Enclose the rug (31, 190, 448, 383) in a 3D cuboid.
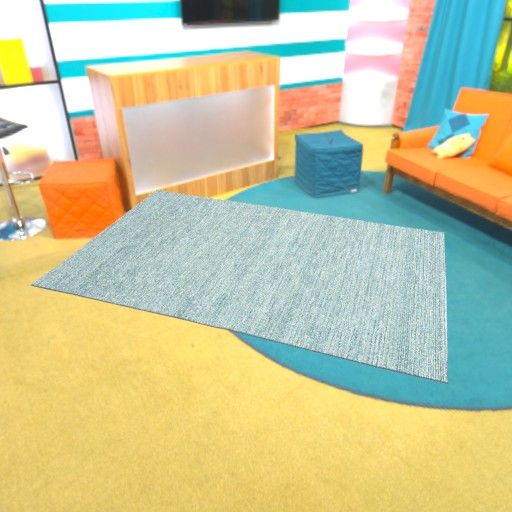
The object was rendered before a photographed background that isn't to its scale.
[{"bbox_3d":[0.000,0.000,2.292,1.853,0.022,1.174,10,33,16],"label":"rug"}]
